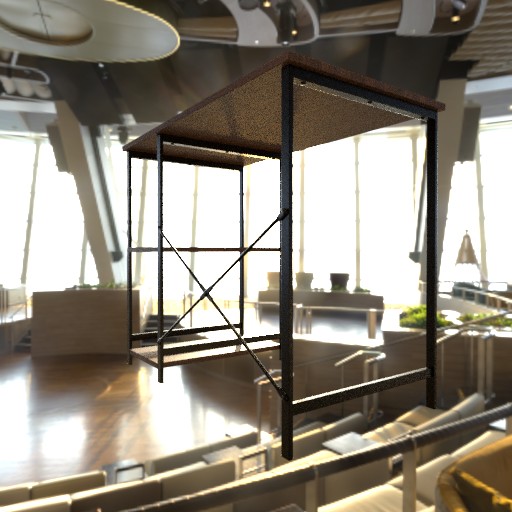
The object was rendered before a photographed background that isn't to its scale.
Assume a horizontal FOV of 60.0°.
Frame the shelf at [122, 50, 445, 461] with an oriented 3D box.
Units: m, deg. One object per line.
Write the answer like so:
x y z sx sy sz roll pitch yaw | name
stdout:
0.000 0.000 1.312 0.498 0.750 0.902 0 1 -35 | shelf
